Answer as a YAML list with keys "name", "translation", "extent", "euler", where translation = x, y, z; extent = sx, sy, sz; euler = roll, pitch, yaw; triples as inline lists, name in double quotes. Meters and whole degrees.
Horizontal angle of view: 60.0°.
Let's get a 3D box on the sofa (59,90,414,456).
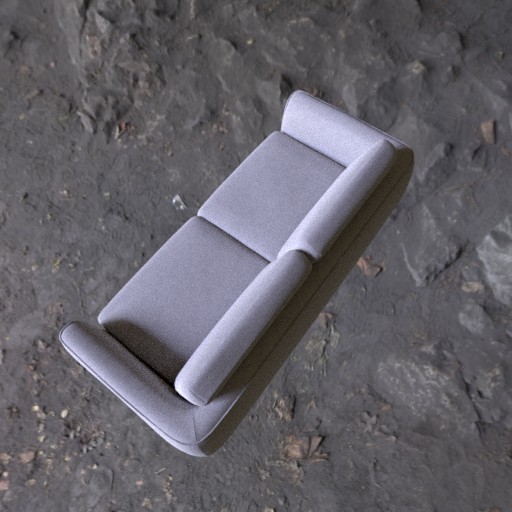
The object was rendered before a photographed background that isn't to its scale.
- name: "sofa"
  translation: [0.000, 0.000, 2.448]
  extent: [0.920, 0.850, 2.000]
  euler: [34, 68, 16]
